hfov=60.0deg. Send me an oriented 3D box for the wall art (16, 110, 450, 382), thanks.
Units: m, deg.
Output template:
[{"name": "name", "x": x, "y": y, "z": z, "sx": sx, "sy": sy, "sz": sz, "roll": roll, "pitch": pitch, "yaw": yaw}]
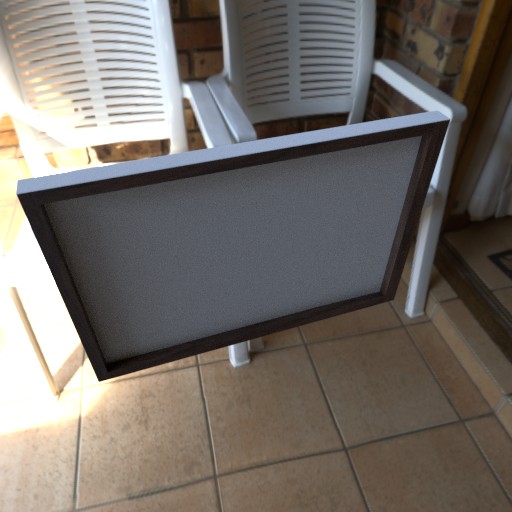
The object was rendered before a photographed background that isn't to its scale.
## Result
[{"name": "wall art", "x": 0.000, "y": 0.000, "z": 1.115, "sx": 0.914, "sy": 0.610, "sz": 0.050, "roll": -13, "pitch": 44, "yaw": -14}]
